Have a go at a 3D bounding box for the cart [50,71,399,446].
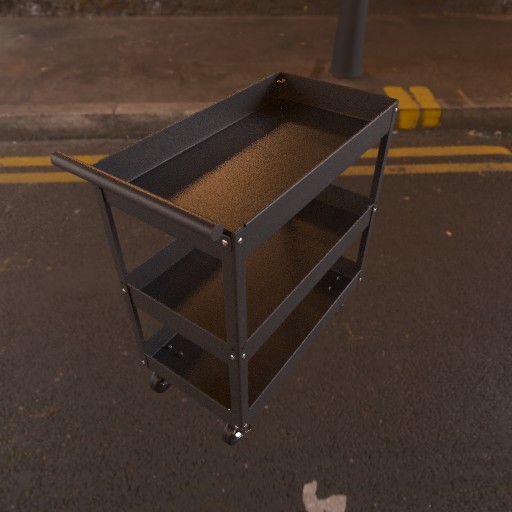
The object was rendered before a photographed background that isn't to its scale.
[{"bbox_3d":[0.000,0.000,1.159,0.366,0.780,0.719,25,47,26],"label":"cart"}]
